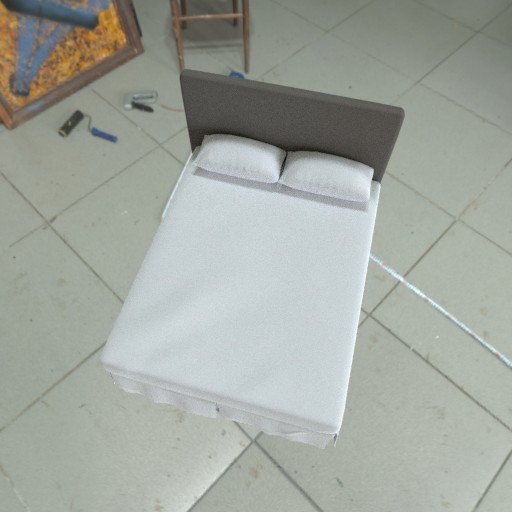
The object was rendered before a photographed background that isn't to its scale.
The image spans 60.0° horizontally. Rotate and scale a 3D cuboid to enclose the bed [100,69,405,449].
[{"bbox_3d":[0.000,0.000,3.221,1.723,1.330,2.142,13,61,8],"label":"bed"}]
